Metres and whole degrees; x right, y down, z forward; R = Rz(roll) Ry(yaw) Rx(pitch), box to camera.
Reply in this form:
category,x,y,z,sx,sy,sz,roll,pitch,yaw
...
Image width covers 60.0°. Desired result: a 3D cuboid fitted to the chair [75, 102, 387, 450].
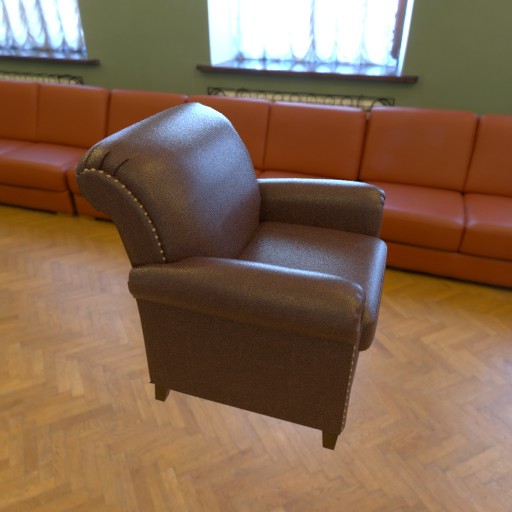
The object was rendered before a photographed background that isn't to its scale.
category,x,y,z,sx,sy,sz,roll,pitch,yaw
chair,0.000,0.000,1.578,0.890,0.927,0.854,10,32,16
